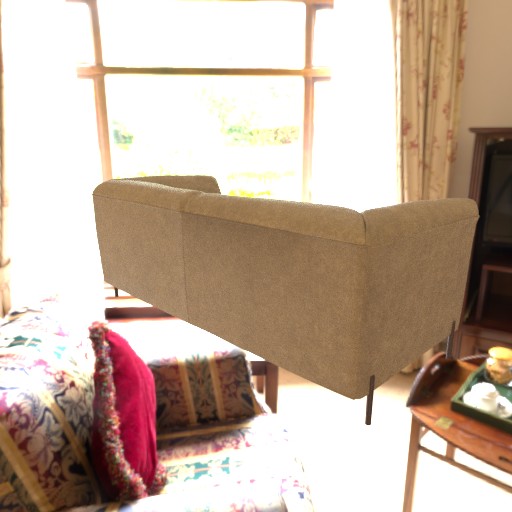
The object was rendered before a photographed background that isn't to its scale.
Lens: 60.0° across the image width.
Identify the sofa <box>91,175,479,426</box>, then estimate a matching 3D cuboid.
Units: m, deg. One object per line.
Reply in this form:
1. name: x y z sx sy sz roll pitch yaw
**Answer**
1. sofa: 0.000 0.000 2.319 0.905 0.747 1.878 -14 20 -43
